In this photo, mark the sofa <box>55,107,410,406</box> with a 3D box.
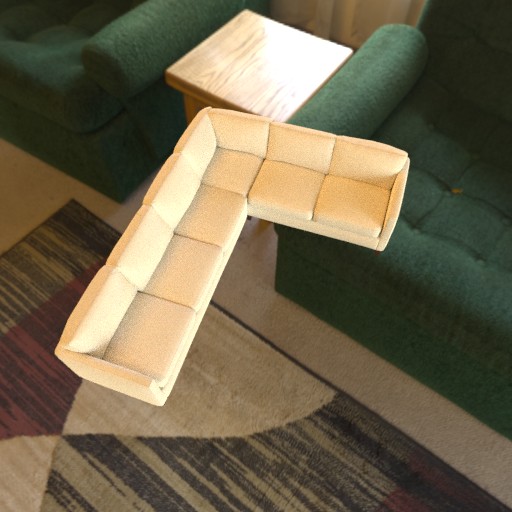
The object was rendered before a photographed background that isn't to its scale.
[{"bbox_3d":[0.000,0.000,4.553,2.593,0.947,3.302,16,59,10],"label":"sofa"}]
